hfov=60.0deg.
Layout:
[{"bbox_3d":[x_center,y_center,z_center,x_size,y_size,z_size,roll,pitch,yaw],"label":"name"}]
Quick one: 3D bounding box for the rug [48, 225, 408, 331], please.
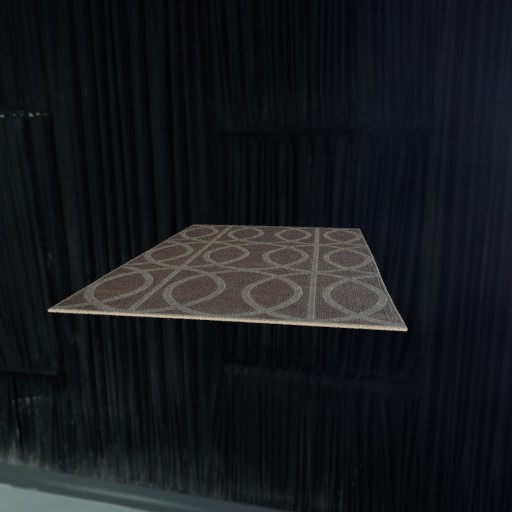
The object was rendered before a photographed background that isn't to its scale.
[{"bbox_3d":[0.000,0.000,2.928,1.526,0.014,2.290,2,14,8],"label":"rug"}]
